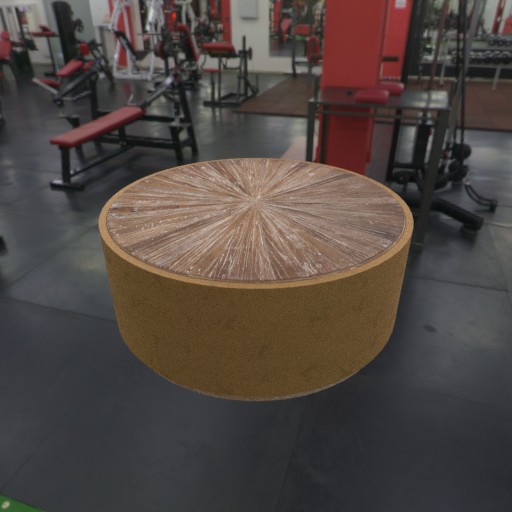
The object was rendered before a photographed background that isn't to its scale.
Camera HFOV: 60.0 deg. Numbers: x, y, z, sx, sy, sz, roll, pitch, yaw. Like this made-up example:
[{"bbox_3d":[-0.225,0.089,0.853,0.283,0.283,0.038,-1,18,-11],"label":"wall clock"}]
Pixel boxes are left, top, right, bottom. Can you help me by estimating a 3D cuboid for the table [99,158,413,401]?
[{"bbox_3d":[0.000,0.000,1.572,1.001,0.409,1.001,0,30,0],"label":"table"}]
